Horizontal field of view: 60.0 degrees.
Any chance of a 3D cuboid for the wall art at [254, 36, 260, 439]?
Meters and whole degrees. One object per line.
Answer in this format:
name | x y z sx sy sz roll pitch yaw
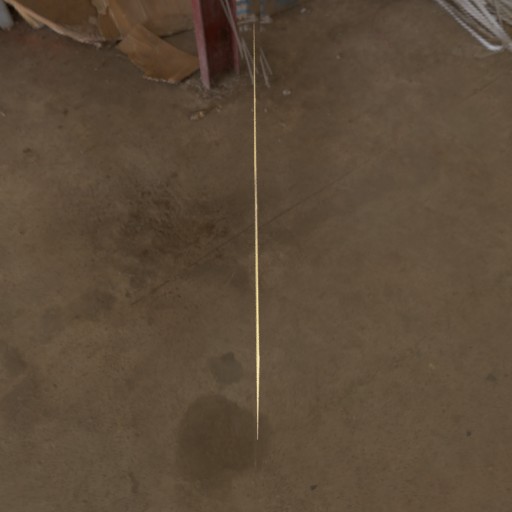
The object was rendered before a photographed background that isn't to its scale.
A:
wall art | 0.000 0.000 2.236 0.002 1.505 1.517 -1 60 0
